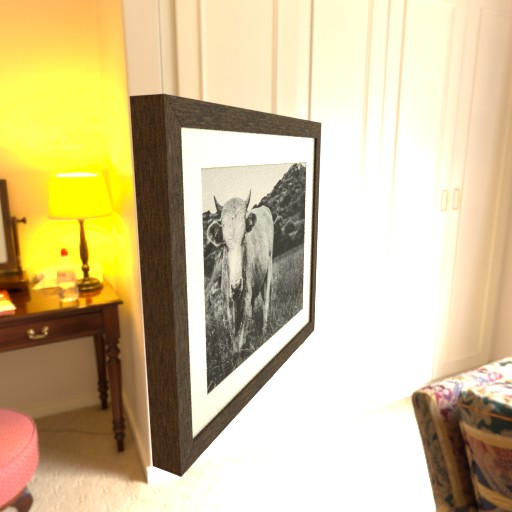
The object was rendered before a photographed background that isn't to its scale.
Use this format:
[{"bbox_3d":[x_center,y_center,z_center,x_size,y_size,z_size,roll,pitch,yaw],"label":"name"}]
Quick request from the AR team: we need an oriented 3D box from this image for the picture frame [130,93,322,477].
[{"bbox_3d":[0.000,0.000,0.538,0.033,0.330,0.378,6,15,25],"label":"picture frame"}]
